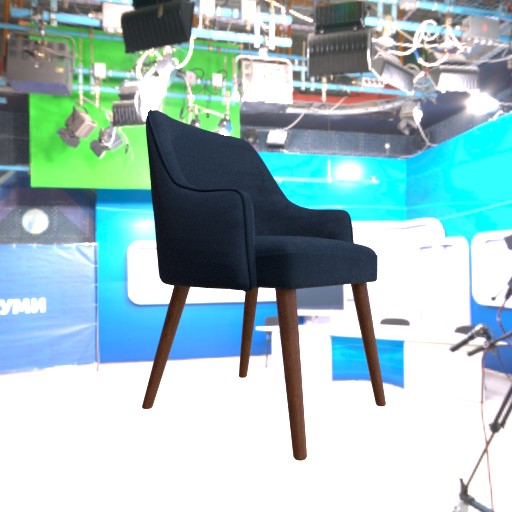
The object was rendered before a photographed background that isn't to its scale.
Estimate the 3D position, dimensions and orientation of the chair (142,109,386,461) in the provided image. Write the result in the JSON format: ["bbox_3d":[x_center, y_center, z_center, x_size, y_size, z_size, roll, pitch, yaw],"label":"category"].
[{"bbox_3d":[0.000,0.000,1.262,0.591,0.844,0.559,0,-1,38],"label":"chair"}]
